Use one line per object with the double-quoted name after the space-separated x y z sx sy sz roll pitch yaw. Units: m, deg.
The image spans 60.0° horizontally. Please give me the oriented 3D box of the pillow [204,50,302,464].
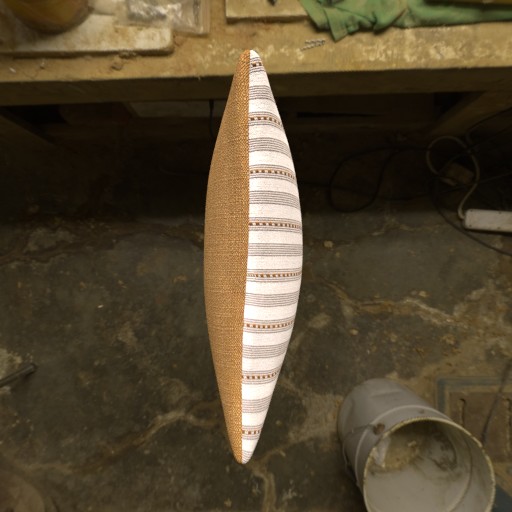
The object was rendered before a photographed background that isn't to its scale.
0.000 0.000 0.670 0.147 0.437 0.432 0 90 1 "pillow"
